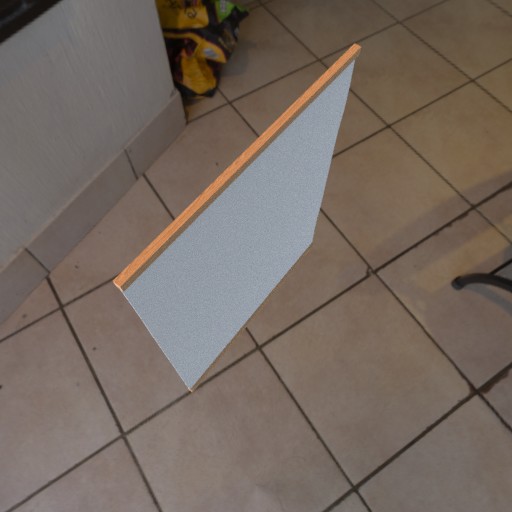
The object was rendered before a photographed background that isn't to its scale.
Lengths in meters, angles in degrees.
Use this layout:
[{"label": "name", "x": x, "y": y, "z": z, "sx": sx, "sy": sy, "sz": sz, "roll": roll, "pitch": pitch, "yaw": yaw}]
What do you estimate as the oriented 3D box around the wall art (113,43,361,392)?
[{"label": "wall art", "x": 0.000, "y": 0.000, "z": 0.693, "sx": 0.010, "sy": 0.507, "sz": 0.404, "roll": 35, "pitch": 68, "yaw": 16}]
